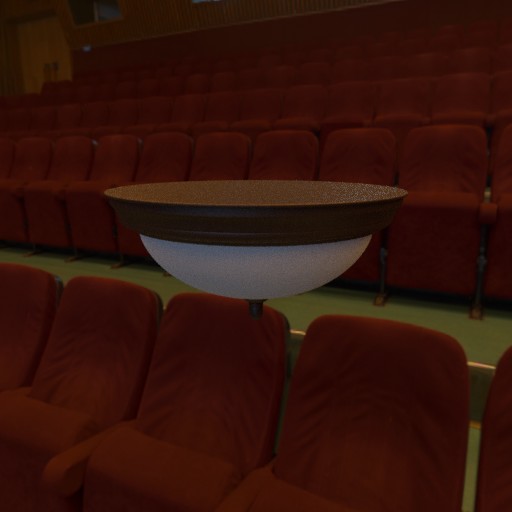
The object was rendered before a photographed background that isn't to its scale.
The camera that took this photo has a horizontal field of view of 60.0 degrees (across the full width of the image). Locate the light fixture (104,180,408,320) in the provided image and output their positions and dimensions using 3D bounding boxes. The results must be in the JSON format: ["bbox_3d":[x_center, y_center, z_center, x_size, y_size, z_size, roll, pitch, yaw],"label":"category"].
[{"bbox_3d":[0.000,0.000,0.444,0.280,0.135,0.280,0,13,0],"label":"light fixture"}]
